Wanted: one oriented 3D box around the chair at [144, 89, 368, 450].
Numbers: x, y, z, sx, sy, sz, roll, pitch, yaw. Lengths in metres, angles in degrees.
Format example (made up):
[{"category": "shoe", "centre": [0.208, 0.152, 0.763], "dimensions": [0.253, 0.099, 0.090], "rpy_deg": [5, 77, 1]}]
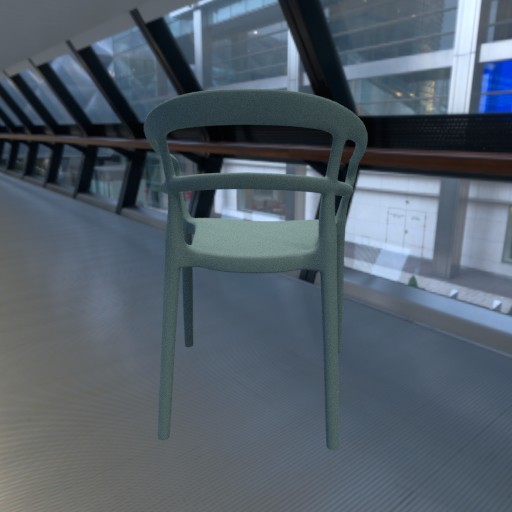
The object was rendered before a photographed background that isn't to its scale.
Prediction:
[{"category": "chair", "centre": [0.000, 0.000, 1.150], "dimensions": [0.559, 0.761, 0.527], "rpy_deg": [1, 15, 5]}]
